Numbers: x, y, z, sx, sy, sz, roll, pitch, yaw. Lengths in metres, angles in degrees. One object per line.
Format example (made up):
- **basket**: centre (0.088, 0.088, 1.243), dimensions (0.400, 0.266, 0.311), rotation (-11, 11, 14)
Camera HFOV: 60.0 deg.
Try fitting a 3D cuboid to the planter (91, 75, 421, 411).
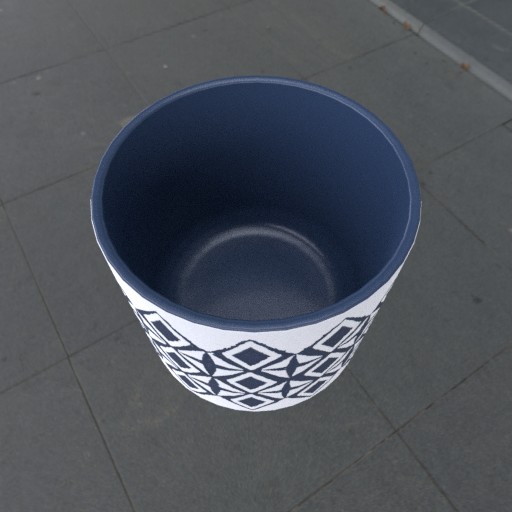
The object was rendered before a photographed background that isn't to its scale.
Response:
- **planter**: centre (0.000, 0.000, 0.388), dimensions (0.224, 0.203, 0.224), rotation (0, 59, 0)
